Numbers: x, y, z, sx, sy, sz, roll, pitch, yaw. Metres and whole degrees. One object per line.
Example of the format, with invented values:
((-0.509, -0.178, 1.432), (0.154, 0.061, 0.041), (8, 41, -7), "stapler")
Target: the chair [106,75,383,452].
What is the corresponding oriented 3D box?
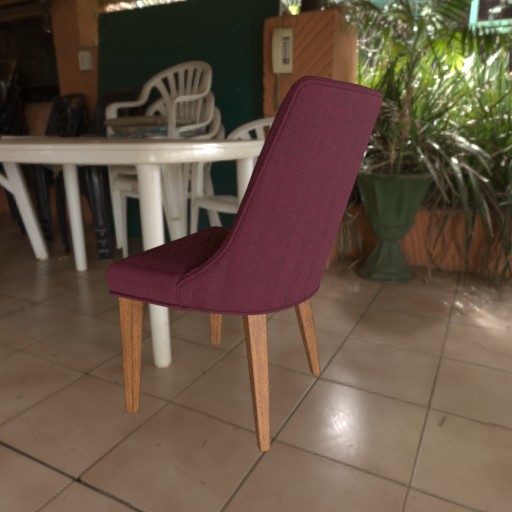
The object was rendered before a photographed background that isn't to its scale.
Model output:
((0.000, 0.000, 1.279), (0.638, 0.916, 0.548), (8, 18, 25), "chair")
